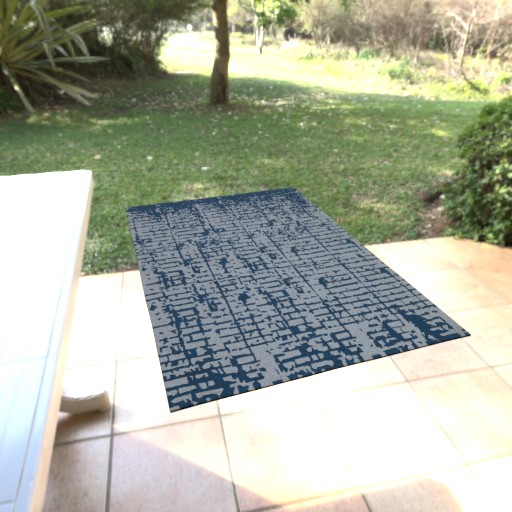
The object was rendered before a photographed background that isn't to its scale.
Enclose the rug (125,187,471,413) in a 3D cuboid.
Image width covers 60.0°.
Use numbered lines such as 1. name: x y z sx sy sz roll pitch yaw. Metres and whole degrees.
1. rug: 0.000 0.000 2.379 1.220 0.007 1.828 -9 30 -17
